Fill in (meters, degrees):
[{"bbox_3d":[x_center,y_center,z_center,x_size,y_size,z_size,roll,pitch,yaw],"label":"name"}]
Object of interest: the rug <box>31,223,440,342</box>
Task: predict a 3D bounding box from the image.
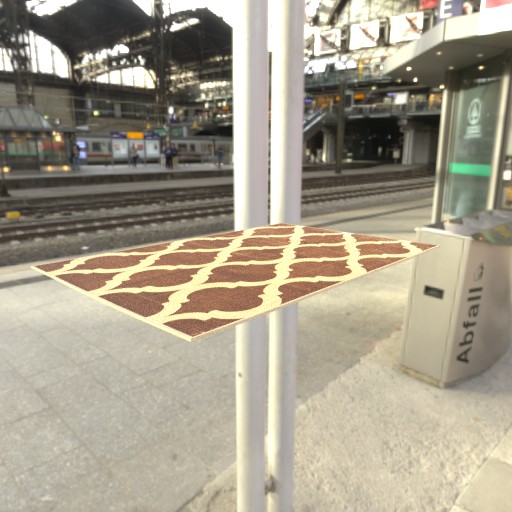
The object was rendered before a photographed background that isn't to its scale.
[{"bbox_3d":[0.000,0.000,2.903,1.526,0.014,2.290,12,18,42],"label":"rug"}]
